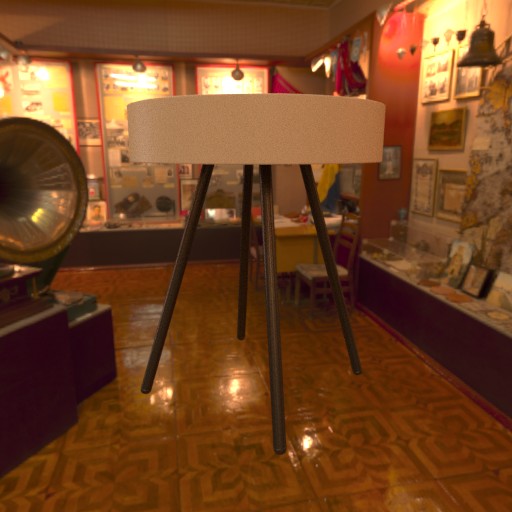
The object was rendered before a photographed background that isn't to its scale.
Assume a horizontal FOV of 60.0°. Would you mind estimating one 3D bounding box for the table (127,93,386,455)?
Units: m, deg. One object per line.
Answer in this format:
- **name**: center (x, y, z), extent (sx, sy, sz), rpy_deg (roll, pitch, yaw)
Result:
- **table**: center (0.000, 0.000, 0.830), extent (0.450, 0.525, 0.450), rpy_deg (0, 13, 0)
